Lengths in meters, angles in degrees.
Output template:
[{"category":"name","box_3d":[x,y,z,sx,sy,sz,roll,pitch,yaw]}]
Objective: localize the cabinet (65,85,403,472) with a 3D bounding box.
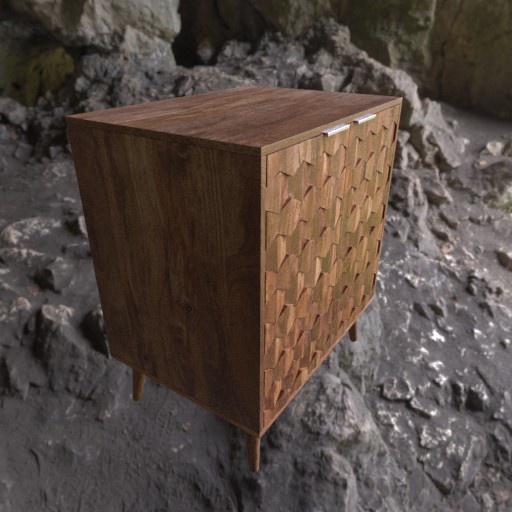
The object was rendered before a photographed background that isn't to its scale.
[{"category":"cabinet","box_3d":[0.000,0.000,1.167,0.473,0.758,0.647,17,32,30]}]
